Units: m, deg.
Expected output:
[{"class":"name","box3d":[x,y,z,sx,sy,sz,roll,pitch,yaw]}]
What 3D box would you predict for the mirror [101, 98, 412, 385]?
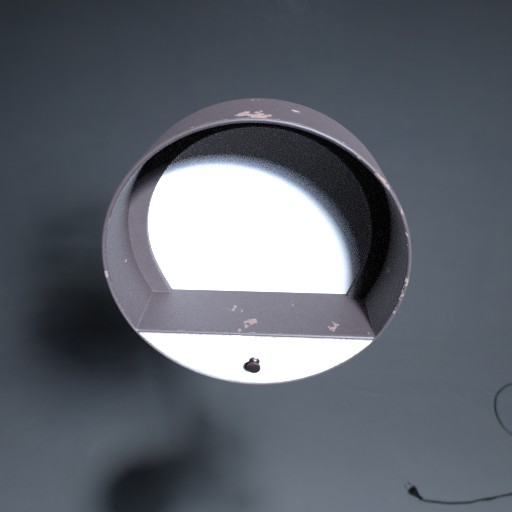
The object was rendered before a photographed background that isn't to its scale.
[{"class":"mirror","box3d":[0.000,0.000,0.596,0.386,0.386,0.126,1,30,3]}]
